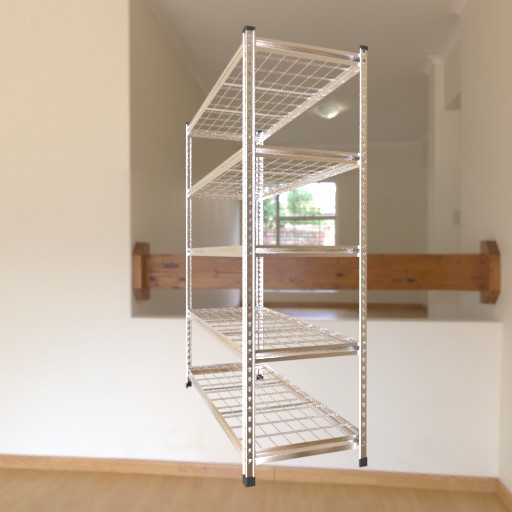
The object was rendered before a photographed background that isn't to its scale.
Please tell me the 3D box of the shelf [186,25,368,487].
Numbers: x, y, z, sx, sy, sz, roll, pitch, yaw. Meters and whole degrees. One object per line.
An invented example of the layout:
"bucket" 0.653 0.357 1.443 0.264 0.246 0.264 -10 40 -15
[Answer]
"shelf" 0.000 0.000 2.717 0.610 1.981 1.524 0 0 -19
